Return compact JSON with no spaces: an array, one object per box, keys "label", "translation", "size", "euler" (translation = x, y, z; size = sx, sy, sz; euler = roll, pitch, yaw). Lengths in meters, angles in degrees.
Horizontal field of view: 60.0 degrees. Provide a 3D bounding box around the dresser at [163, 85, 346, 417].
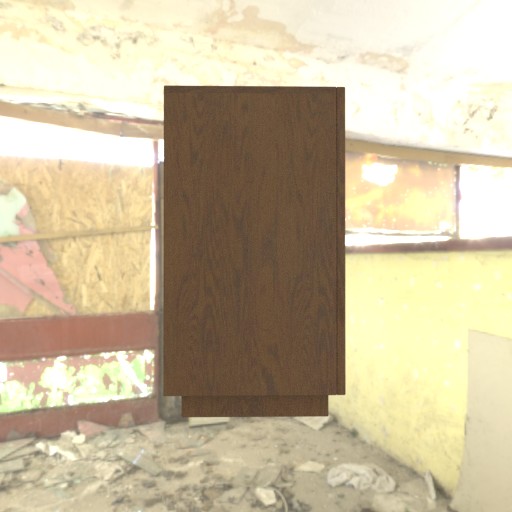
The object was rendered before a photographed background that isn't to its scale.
[{"label":"dresser","translation":[0.000,0.000,1.925],"size":[0.512,0.889,1.523],"euler":[0,0,-1]}]
